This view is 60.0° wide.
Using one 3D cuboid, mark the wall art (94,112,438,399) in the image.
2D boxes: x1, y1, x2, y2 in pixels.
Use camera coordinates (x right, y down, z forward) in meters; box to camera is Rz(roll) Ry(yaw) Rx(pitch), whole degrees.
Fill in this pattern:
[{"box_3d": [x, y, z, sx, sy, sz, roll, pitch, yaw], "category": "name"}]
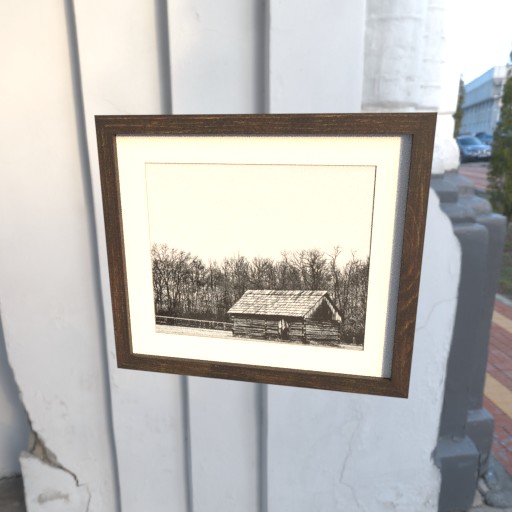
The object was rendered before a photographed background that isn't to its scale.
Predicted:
[{"box_3d": [0.000, 0.000, 0.542, 0.381, 0.330, 0.031, 3, 16, 11], "category": "wall art"}]
